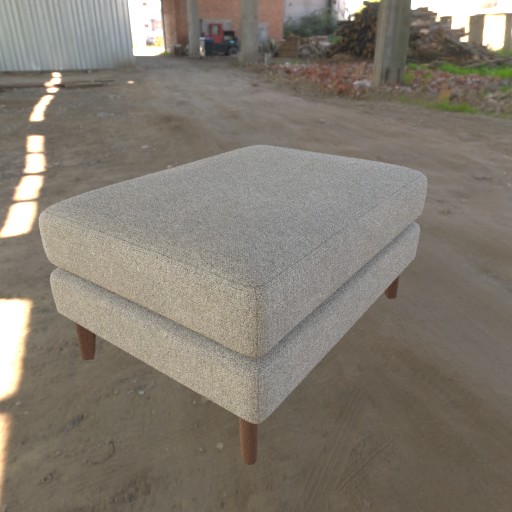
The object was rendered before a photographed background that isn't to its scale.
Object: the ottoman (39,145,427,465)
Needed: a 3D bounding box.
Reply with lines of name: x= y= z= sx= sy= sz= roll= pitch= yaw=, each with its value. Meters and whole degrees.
ottoman: x=0.000 y=0.000 z=1.168 sx=0.611 sy=0.441 sz=0.821 roll=18 pitch=31 yaw=32
